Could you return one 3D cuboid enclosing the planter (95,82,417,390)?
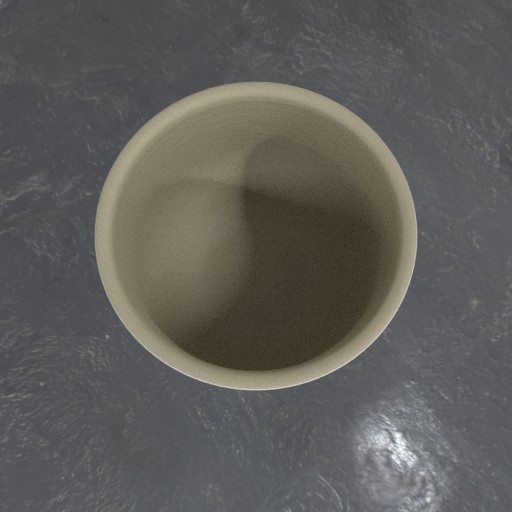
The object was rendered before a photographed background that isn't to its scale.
[{"bbox_3d":[0.000,0.000,0.223,0.124,0.109,0.124,0,76,0],"label":"planter"}]
